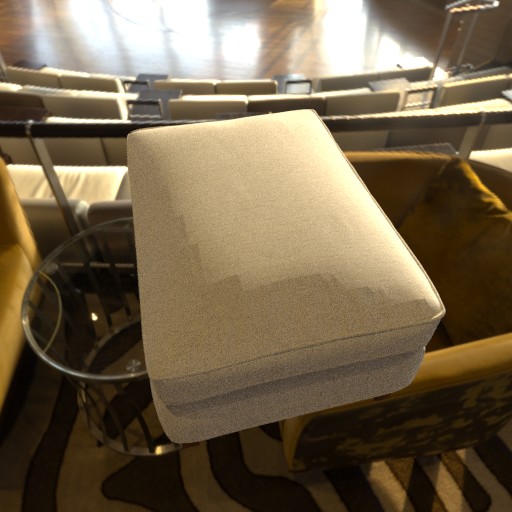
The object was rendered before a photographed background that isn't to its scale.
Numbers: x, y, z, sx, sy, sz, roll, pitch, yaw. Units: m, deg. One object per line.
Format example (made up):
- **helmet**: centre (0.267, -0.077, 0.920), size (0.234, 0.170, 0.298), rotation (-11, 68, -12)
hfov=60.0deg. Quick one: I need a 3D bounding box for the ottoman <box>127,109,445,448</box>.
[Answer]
- **ottoman**: centre (0.000, 0.000, 0.954), size (0.501, 0.406, 0.665), rotation (-10, 48, -9)
